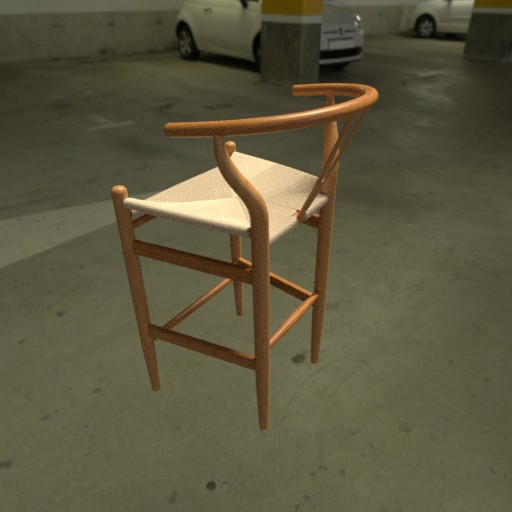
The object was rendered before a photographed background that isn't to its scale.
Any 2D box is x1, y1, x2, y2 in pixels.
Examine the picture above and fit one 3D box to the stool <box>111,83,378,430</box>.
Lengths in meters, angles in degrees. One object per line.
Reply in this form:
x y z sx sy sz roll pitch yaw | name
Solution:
0.000 0.000 1.326 0.579 0.970 0.569 19 35 29 | stool
